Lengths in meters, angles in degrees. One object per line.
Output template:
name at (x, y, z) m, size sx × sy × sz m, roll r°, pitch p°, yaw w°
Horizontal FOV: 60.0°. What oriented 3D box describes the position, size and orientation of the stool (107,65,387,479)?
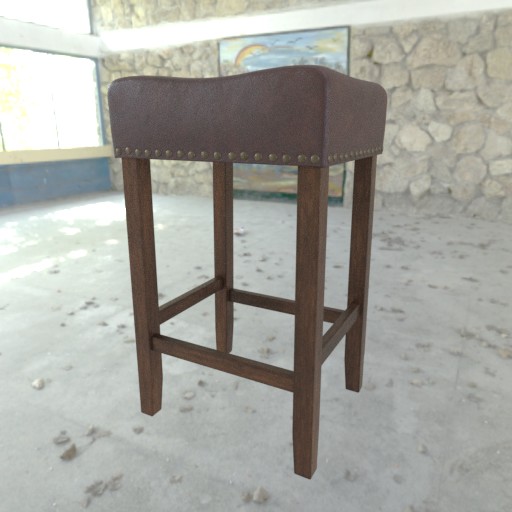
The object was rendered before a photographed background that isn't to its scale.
stool at (0.000, 0.000, 1.034) m, size 0.465 × 0.769 × 0.401 m, roll 9°, pitch 19°, yaw 27°
